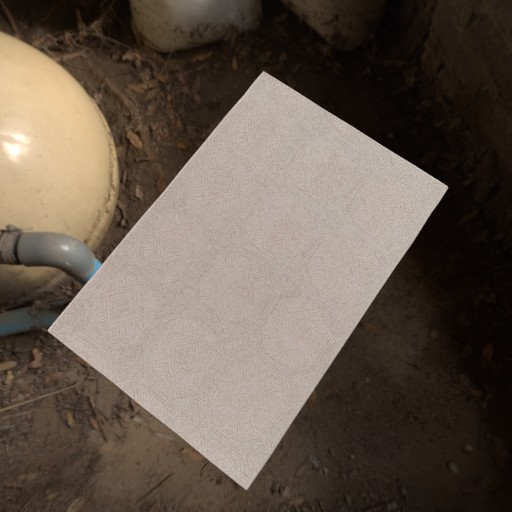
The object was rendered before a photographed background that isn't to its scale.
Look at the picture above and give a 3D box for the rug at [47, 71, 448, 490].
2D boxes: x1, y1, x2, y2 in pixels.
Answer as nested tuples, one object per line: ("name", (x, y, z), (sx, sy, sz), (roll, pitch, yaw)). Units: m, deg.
("rug", (0.000, 0.000, 2.291), (1.236, 0.009, 1.839), (35, 78, 8))
